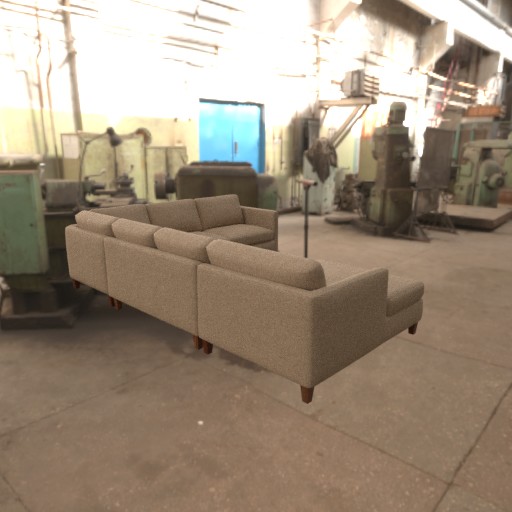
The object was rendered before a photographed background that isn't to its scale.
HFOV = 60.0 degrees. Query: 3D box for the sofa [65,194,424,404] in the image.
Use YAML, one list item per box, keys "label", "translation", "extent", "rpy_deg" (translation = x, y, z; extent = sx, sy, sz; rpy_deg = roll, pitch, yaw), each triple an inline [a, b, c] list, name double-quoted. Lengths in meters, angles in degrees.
- label: "sofa"
  translation: [0.000, 0.000, 4.595]
  extent: [3.403, 0.889, 2.551]
  rpy_deg: [13, 19, 43]
